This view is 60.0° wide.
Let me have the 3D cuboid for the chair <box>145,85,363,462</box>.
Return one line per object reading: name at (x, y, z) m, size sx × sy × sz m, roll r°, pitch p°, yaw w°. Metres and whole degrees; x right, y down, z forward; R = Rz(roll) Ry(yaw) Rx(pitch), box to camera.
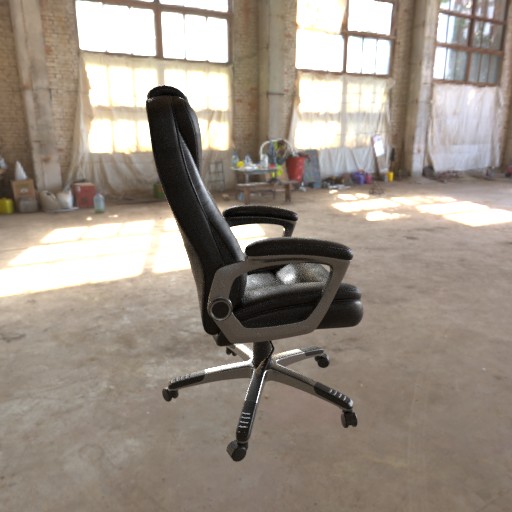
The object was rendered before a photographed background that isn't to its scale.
chair at (0.000, 0.000, 1.520) m, size 0.689 × 1.075 × 0.697 m, roll -3°, pitch 16°, yaw -10°
